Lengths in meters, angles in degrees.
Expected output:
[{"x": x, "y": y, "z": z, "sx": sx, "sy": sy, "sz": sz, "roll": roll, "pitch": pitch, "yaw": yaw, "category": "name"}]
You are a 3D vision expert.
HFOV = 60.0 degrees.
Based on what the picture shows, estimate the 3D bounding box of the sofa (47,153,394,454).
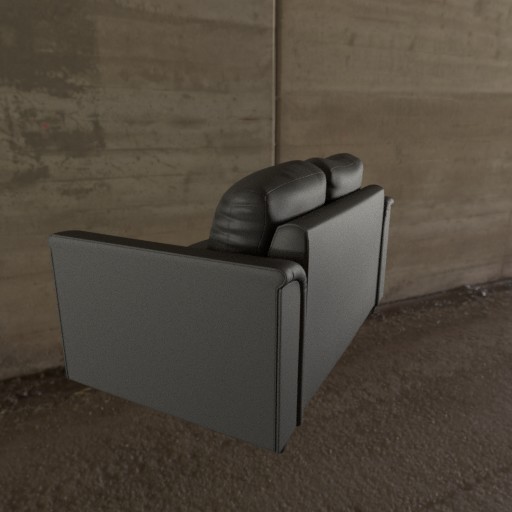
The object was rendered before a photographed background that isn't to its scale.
[{"x": 0.000, "y": 0.000, "z": 1.936, "sx": 0.887, "sy": 0.845, "sz": 1.386, "roll": 8, "pitch": 18, "yaw": 26, "category": "sofa"}]
